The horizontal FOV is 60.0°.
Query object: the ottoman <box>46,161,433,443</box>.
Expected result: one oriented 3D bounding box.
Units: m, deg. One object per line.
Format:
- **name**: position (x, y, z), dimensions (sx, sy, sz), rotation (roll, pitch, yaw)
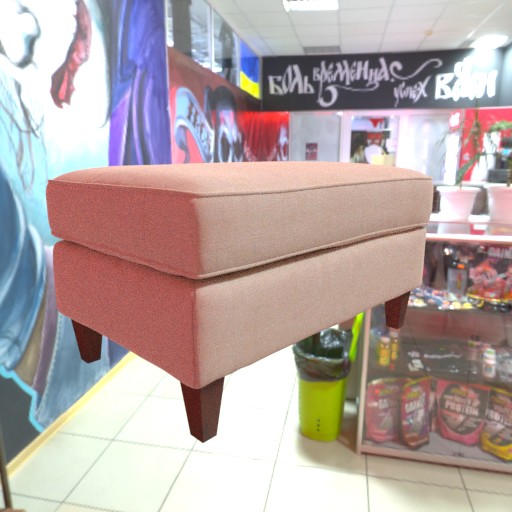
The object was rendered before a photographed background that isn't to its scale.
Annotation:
- **ottoman**: position (0.000, 0.000, 1.168), dimensions (0.583, 0.484, 0.862), rotation (13, 18, 43)
